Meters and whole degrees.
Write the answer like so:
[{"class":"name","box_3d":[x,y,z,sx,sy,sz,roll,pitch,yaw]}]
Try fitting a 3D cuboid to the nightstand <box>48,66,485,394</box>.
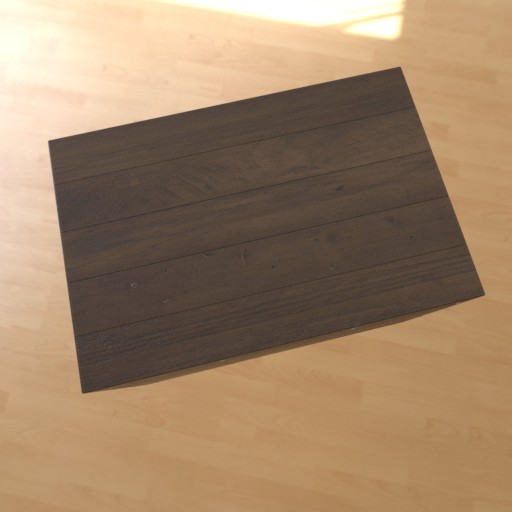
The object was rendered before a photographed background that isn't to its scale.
[{"class":"nightstand","box_3d":[0.000,0.000,1.034,0.650,0.599,0.450,-13,76,-3]}]
